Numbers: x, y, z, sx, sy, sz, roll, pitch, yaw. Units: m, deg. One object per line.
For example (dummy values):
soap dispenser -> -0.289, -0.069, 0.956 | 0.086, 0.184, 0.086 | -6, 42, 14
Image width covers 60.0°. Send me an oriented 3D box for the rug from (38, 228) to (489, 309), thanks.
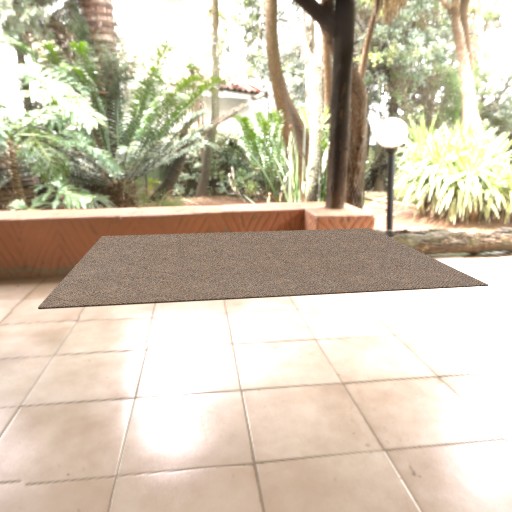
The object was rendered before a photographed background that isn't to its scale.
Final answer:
rug -> 0.000, 0.000, 2.926 | 2.238, 0.008, 1.593 | -2, 15, -8
